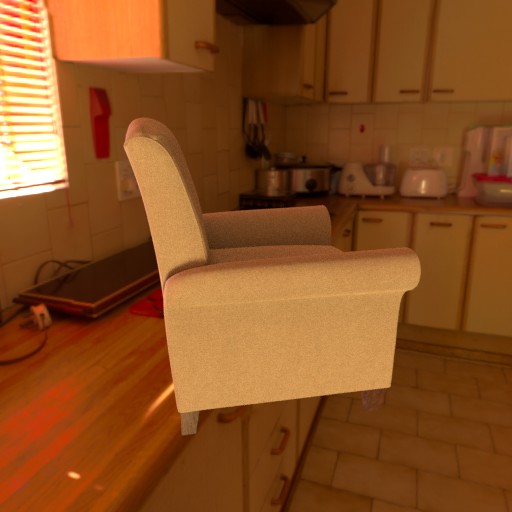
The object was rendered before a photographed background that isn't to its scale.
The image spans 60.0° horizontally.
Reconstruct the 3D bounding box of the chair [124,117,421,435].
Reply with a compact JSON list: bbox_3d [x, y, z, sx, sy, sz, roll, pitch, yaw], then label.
[{"bbox_3d":[0.000,0.000,1.788,0.905,1.061,0.978,-3,16,-11],"label":"chair"}]
